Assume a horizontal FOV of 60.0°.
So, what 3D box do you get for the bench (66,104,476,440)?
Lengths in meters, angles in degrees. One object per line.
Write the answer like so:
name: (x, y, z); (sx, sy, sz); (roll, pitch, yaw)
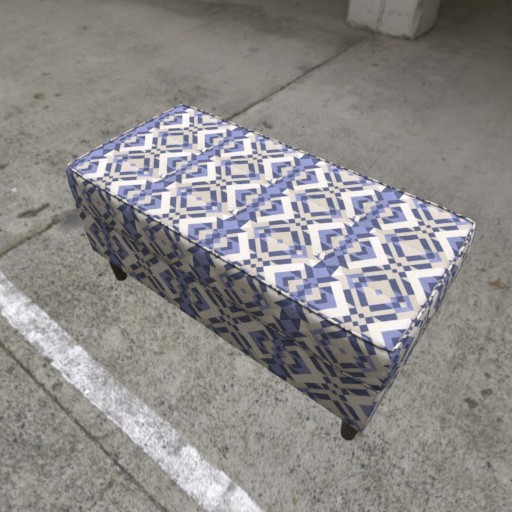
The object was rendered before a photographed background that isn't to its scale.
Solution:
bench: (0.000, 0.000, 1.309); (1.016, 0.477, 0.492); (29, 52, 25)
